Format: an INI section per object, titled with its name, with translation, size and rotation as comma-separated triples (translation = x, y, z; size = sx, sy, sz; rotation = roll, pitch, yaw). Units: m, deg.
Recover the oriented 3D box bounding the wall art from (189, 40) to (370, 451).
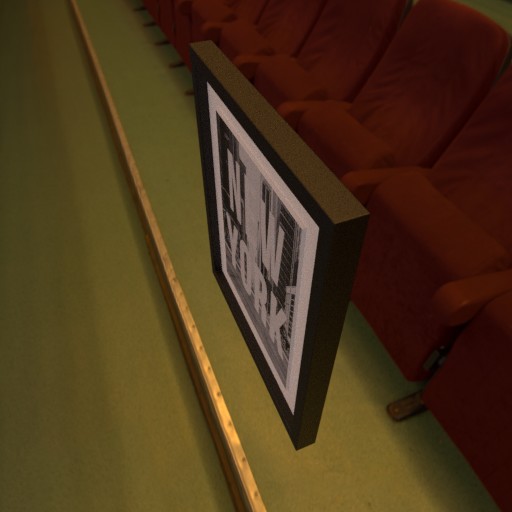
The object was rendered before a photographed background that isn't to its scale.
[wall art]
translation = 0.000, 0.000, 0.529
size = 0.028, 0.381, 0.328
rotation = -17, 48, -16
